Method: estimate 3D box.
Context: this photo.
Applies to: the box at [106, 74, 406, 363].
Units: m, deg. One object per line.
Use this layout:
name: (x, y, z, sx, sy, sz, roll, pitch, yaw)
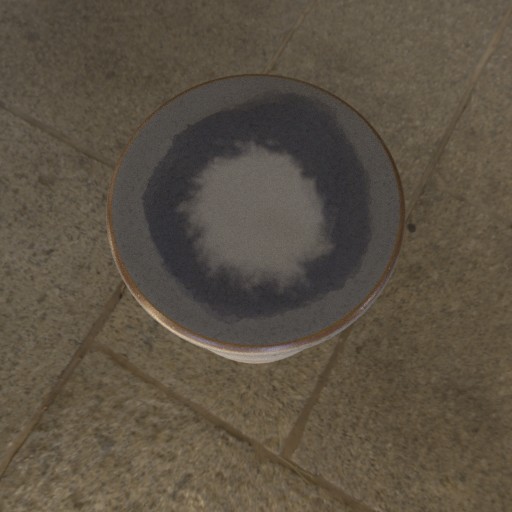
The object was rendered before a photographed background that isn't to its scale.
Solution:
box: (0.000, 0.000, 0.251, 0.118, 0.168, 0.118, 0, 75, 0)
